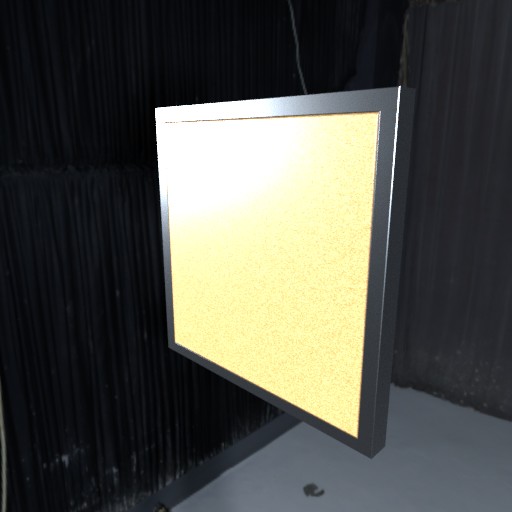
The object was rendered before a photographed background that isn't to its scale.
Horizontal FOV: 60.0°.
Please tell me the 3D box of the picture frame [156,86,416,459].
[{"bbox_3d":[0.000,0.000,0.532,0.355,0.353,0.029,14,20,43],"label":"picture frame"}]
